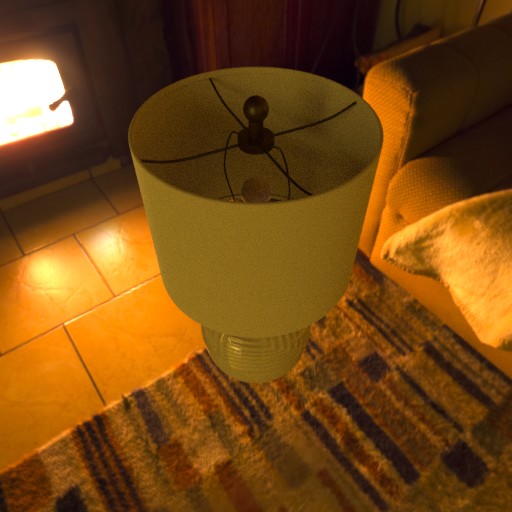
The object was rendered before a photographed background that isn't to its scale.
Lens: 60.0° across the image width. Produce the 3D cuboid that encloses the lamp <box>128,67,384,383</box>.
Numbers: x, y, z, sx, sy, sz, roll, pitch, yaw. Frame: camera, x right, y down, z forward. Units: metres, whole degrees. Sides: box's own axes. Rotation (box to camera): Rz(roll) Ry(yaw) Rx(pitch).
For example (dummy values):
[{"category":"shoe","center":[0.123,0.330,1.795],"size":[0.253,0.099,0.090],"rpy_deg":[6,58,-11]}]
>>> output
[{"category":"lamp","center":[0.000,0.000,0.744],"size":[0.318,0.567,0.318],"rpy_deg":[0,47,0]}]
